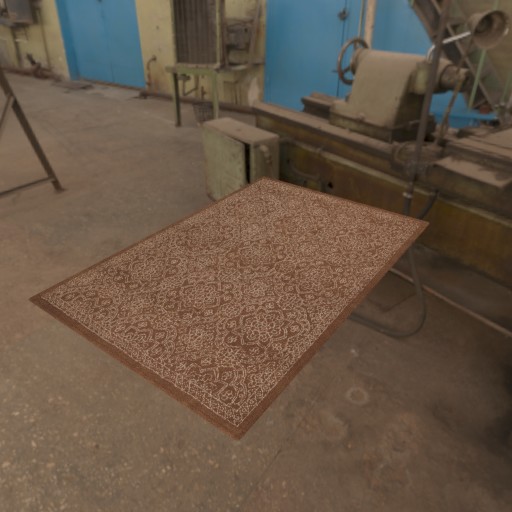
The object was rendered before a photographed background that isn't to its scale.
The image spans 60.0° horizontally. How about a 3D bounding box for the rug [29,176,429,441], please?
[{"bbox_3d":[0.000,0.000,2.321,1.219,0.010,1.829,22,38,30],"label":"rug"}]
